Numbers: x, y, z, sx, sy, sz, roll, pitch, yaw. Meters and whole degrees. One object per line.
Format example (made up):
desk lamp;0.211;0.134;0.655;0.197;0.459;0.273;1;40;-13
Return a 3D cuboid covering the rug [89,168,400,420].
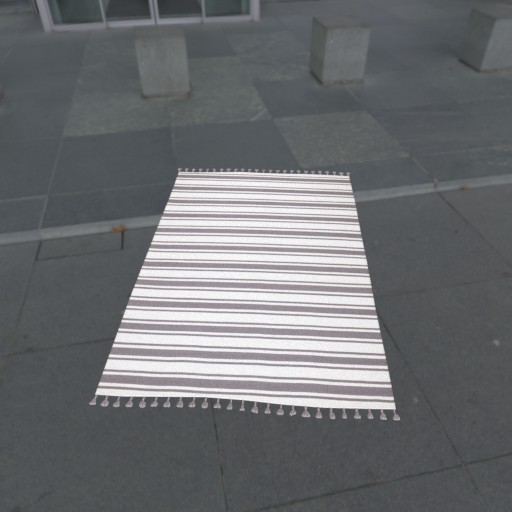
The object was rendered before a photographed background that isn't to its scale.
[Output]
rug;0.000;0.000;3.129;1.563;0.014;2.425;2;41;2
